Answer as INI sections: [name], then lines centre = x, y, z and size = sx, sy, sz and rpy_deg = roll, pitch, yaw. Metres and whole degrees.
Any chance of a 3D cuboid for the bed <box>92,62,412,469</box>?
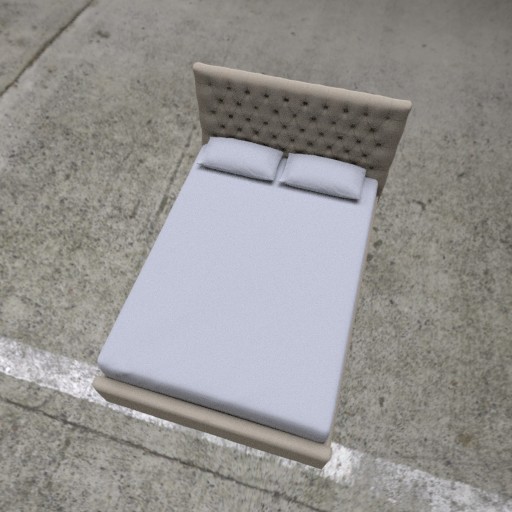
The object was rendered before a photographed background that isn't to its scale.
[bed]
centre = 0.000, 0.000, 3.317
size = 1.698, 1.427, 2.387
rpy_deg = 14, 58, 9
